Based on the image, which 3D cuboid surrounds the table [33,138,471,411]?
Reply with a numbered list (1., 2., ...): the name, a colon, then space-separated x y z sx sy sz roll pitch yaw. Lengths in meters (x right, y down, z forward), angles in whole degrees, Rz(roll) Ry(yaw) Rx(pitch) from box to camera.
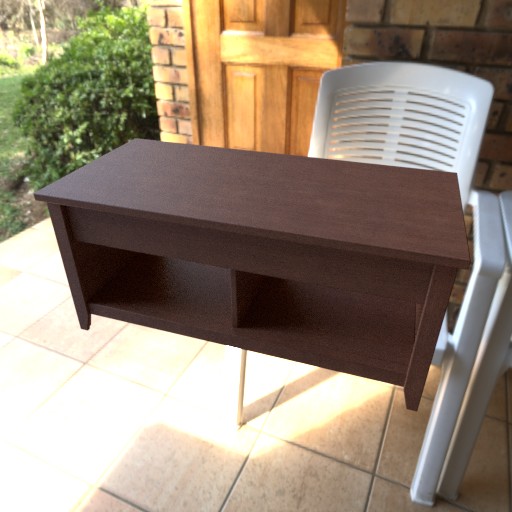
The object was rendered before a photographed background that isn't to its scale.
1. table: 0.000 0.000 1.289 1.016 0.457 0.483 10 33 15
